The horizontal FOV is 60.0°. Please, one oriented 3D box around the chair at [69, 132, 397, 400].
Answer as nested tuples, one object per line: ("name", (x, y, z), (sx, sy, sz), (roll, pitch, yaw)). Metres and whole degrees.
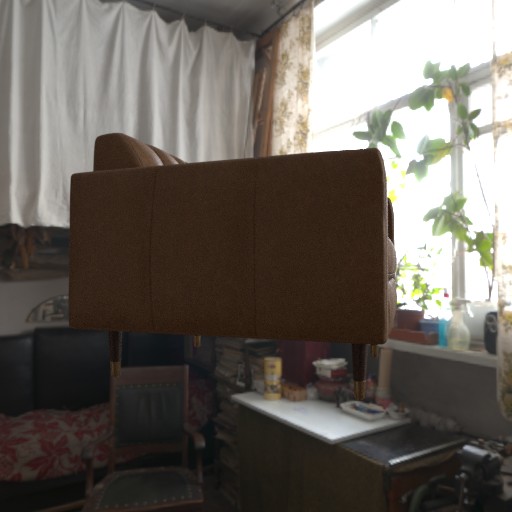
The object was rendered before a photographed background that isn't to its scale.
("chair", (0.000, 0.000, 1.658), (0.998, 0.819, 0.953), (-1, -2, 19))
